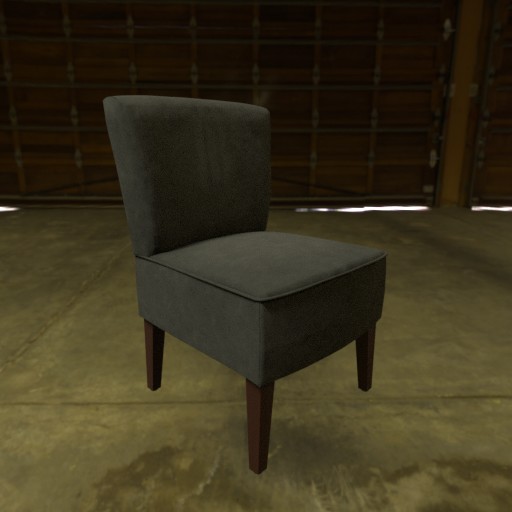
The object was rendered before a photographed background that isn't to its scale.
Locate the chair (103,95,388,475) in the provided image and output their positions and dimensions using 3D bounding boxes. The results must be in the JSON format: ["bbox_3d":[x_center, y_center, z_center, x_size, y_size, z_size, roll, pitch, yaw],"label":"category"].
[{"bbox_3d":[0.000,0.000,1.162,0.554,0.806,0.521,14,20,42],"label":"chair"}]
